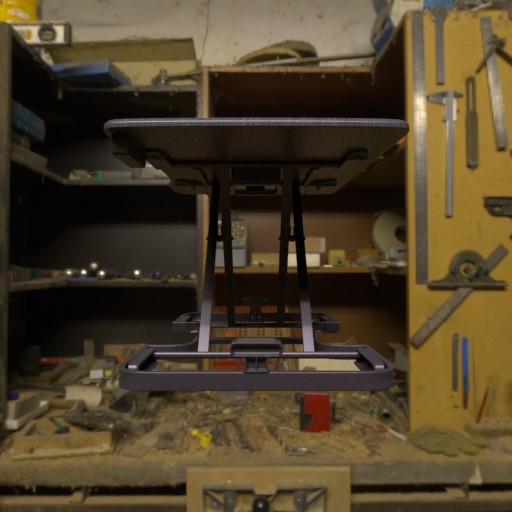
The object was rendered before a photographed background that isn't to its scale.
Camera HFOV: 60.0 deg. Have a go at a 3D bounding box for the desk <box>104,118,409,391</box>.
[{"bbox_3d":[0.000,0.000,1.157,0.546,0.470,0.820,0,0,0],"label":"desk"}]
